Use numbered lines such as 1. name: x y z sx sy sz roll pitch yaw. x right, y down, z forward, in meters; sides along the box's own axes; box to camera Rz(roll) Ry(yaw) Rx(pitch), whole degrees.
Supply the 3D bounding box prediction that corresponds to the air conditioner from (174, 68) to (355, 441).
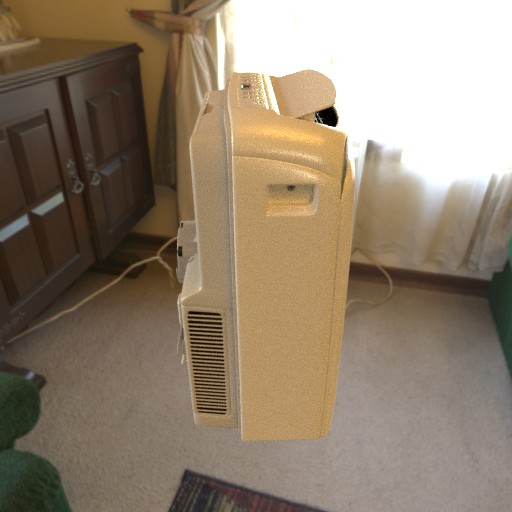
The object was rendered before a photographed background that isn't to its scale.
1. air conditioner: 0.000 0.000 1.047 0.414 0.786 0.449 -1 32 -1
